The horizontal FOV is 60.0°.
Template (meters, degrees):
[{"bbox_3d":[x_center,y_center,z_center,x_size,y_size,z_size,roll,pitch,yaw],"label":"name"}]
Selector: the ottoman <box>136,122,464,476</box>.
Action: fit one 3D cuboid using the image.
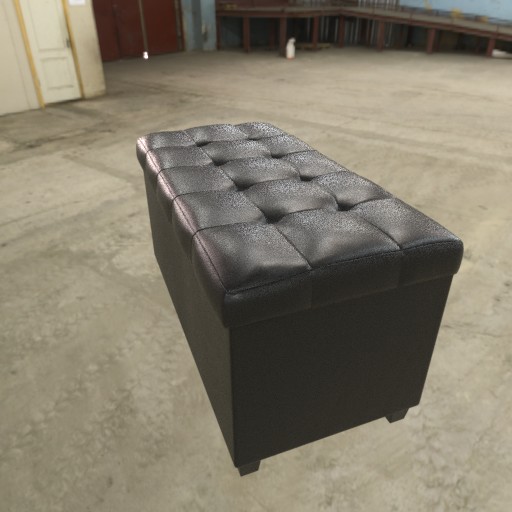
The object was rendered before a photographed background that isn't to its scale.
[{"bbox_3d":[0.000,0.000,1.089,0.432,0.470,0.838,-11,32,-18],"label":"ottoman"}]
